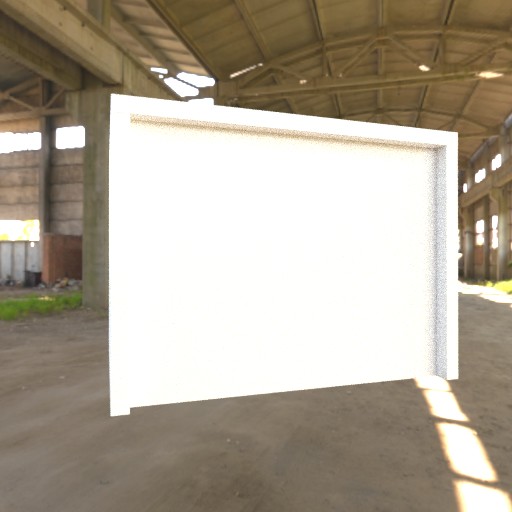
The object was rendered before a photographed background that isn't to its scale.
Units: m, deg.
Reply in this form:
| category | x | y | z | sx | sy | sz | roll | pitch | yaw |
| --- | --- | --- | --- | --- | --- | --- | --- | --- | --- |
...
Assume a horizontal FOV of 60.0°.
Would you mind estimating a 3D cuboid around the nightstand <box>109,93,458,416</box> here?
| category | x | y | z | sx | sy | sz | roll | pitch | yaw |
| --- | --- | --- | --- | --- | --- | --- | --- | --- | --- |
| nightstand | 0.000 | 0.000 | 0.749 | 0.470 | 0.351 | 0.408 | 0 | 0 | -19 |
